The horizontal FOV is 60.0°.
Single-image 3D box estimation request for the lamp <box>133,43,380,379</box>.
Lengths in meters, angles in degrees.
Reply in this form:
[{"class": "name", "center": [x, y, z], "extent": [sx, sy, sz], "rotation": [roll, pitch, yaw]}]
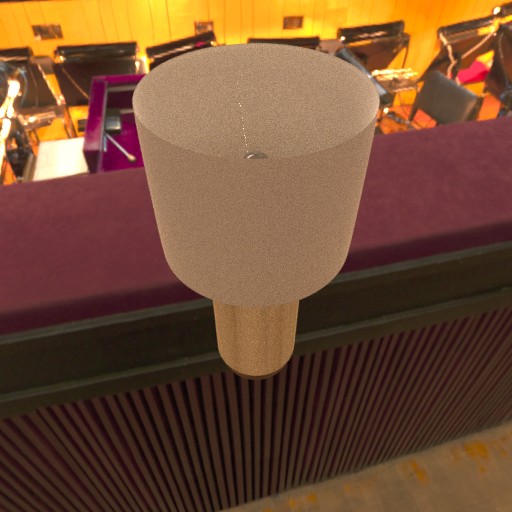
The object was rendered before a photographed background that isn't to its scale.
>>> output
[{"class": "lamp", "center": [0.000, 0.000, 0.572], "extent": [0.228, 0.444, 0.228], "rotation": [-9, 47, -9]}]
